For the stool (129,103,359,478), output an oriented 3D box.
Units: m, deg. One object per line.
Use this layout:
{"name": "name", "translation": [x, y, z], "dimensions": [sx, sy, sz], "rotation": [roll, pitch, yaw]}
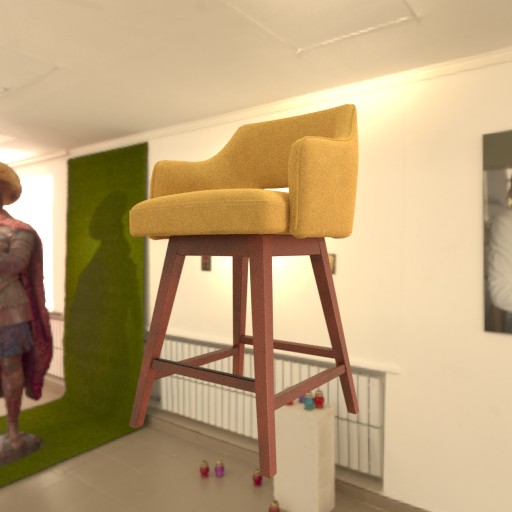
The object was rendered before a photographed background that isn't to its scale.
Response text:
{"name": "stool", "translation": [0.000, 0.000, 1.274], "dimensions": [0.548, 0.924, 0.558], "rotation": [1, 2, 36]}
